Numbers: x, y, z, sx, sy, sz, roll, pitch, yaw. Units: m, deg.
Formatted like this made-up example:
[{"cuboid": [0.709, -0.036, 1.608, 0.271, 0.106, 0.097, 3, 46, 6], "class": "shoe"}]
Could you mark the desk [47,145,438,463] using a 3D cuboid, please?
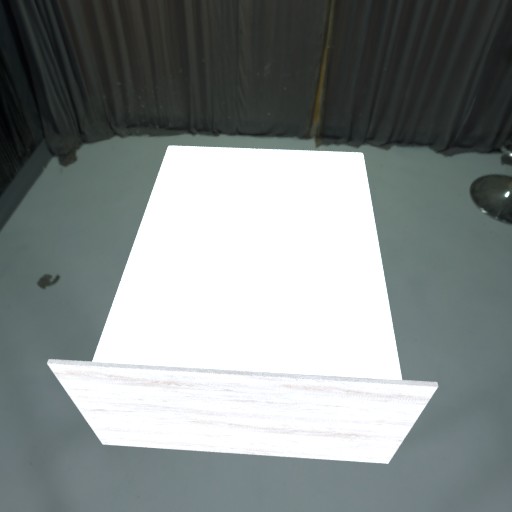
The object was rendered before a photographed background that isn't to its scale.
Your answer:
[{"cuboid": [0.000, 0.000, 2.517, 1.400, 0.800, 1.900, 3, 47, 3], "class": "desk"}]
